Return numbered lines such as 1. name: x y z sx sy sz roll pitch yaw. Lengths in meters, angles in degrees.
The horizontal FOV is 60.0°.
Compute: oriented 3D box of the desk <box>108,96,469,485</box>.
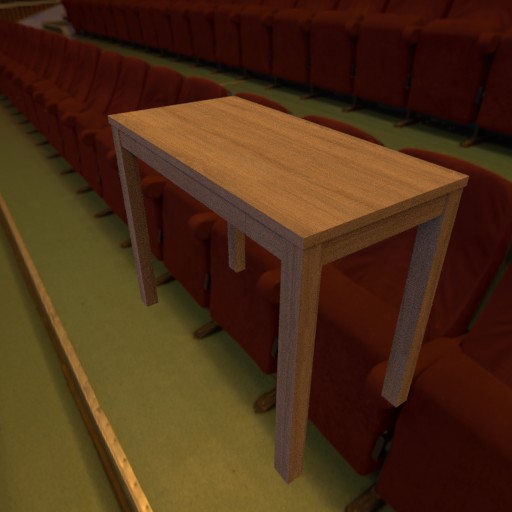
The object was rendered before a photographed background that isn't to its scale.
1. desk: 0.000 0.000 1.438 0.495 0.762 0.991 -21 38 -29
